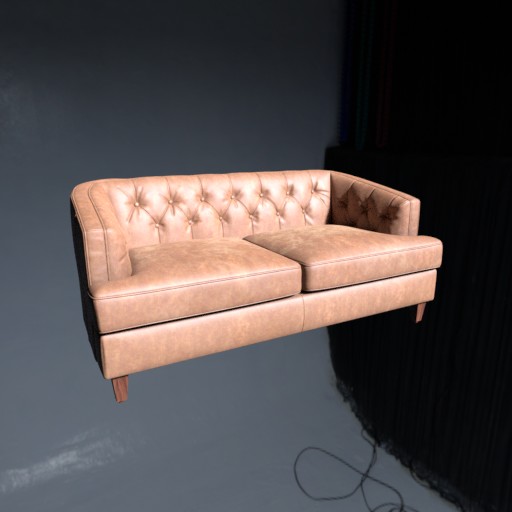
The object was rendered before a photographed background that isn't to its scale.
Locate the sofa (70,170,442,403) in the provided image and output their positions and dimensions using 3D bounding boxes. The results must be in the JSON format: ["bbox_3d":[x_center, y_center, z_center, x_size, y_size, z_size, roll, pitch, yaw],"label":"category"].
[{"bbox_3d":[0.000,0.000,2.306,1.755,0.786,0.914,-8,17,-27],"label":"sofa"}]
